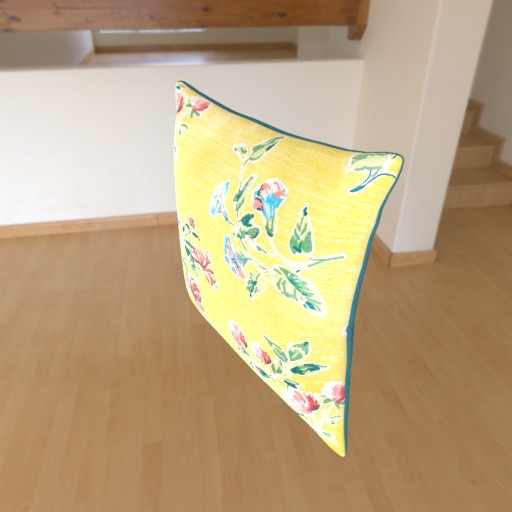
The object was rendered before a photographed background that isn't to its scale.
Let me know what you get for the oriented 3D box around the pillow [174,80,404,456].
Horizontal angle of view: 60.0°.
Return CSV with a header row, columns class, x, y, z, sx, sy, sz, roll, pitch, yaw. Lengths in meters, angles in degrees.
class,x,y,z,sx,sy,sz,roll,pitch,yaw
pillow,0.000,0.000,0.777,0.166,0.508,0.525,-20,37,-29
